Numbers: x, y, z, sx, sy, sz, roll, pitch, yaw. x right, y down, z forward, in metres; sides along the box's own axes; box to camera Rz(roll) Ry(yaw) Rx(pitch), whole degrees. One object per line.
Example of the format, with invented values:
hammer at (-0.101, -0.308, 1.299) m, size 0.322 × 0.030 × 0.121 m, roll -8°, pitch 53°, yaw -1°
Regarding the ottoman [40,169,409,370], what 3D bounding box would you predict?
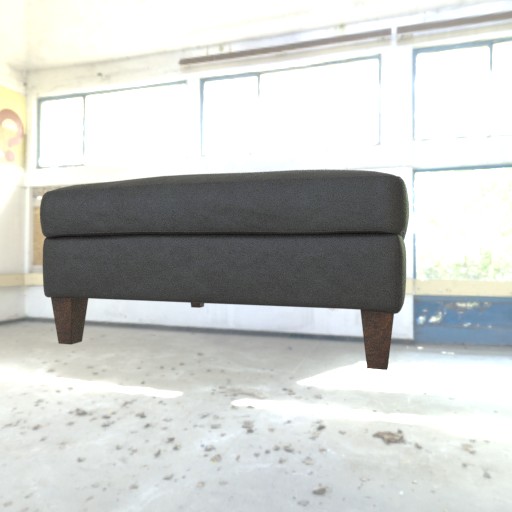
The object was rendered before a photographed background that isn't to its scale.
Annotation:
ottoman at (0.000, 0.000, 1.299) m, size 0.844 × 0.415 × 0.836 m, roll 0°, pitch 1°, yaw 18°
